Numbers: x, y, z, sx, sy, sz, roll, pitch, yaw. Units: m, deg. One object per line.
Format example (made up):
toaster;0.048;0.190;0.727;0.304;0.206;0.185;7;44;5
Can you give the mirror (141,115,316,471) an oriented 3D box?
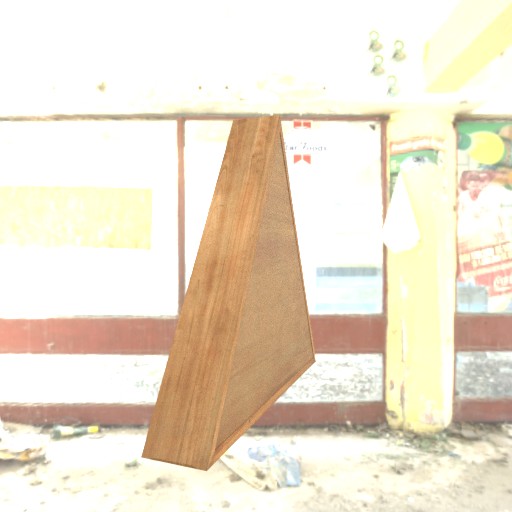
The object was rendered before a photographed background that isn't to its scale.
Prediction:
mirror;0.000;0.000;0.876;0.100;0.548;0.631;0;0;20
